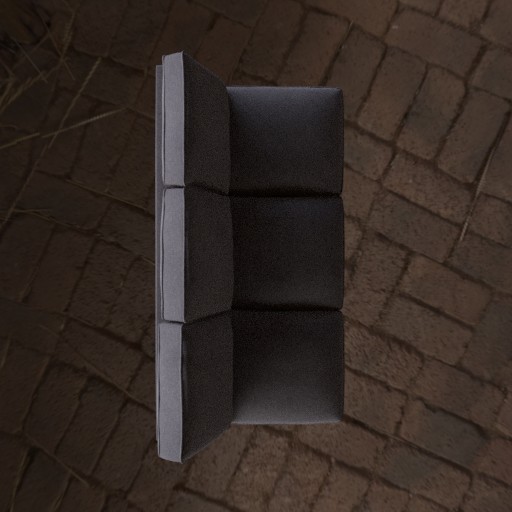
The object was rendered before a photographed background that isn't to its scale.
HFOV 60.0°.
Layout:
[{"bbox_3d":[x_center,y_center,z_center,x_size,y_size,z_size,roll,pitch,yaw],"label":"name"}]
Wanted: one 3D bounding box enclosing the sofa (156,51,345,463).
[{"bbox_3d":[0.000,0.000,2.540,1.027,0.973,1.962,0,90,0],"label":"sofa"}]
